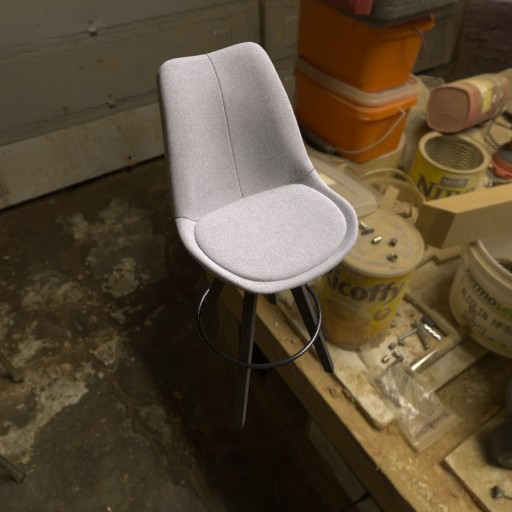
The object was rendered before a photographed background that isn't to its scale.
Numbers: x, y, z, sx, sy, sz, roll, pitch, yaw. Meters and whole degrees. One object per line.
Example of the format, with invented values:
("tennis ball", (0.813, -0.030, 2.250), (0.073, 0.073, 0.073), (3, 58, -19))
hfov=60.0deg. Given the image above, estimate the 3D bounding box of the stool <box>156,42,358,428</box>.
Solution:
("stool", (0.000, 0.000, 1.419), (0.485, 1.115, 0.550), (-24, 50, -21))
